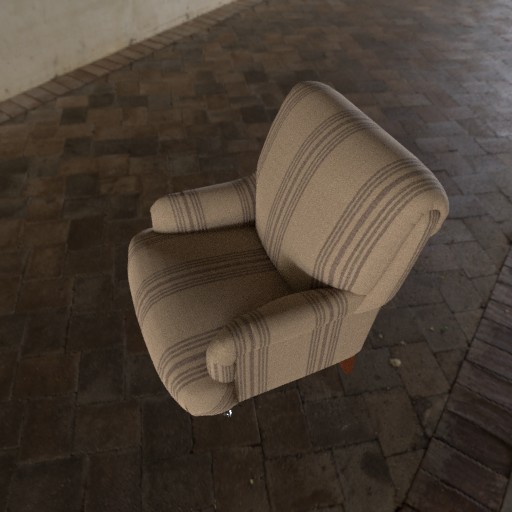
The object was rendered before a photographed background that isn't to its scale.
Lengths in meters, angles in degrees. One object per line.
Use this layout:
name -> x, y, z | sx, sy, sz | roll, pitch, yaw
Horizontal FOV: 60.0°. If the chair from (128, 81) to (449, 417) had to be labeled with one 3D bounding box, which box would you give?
chair -> 0.000, 0.000, 1.599 | 0.914, 0.940, 0.813 | -17, 48, -16
